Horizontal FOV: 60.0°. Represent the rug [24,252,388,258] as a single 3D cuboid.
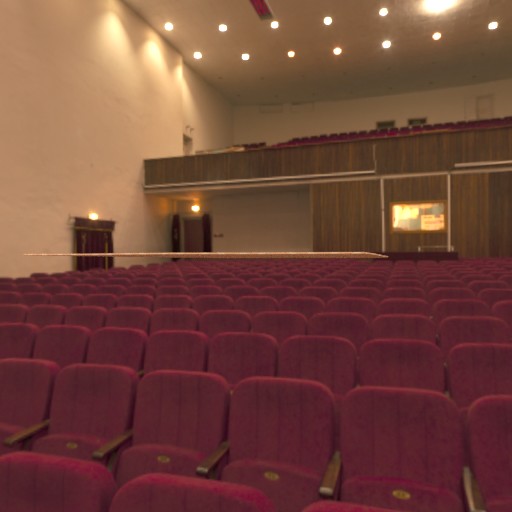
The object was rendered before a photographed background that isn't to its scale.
[{"bbox_3d":[0.000,0.000,2.766,1.524,0.013,2.135,0,-1,19],"label":"rug"}]
